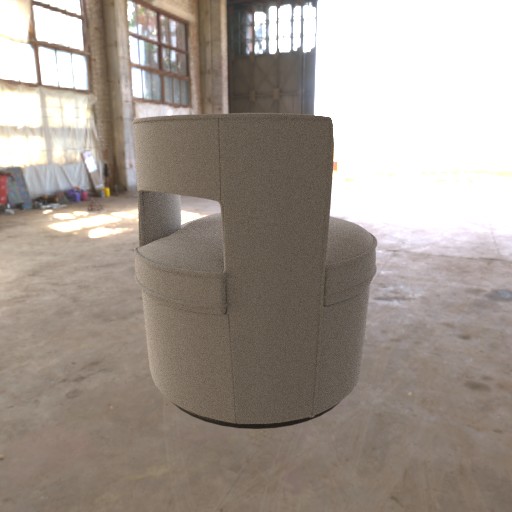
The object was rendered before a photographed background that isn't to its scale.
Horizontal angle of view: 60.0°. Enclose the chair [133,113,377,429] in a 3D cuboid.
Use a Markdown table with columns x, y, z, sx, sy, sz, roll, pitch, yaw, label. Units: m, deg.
| x | y | z | sx | sy | sz | roll | pitch | yaw | label |
| --- | --- | --- | --- | --- | --- | --- | --- | --- | --- |
| 0.000 | 0.000 | 1.242 | 0.650 | 0.723 | 0.665 | 13 | 19 | 43 | chair |
